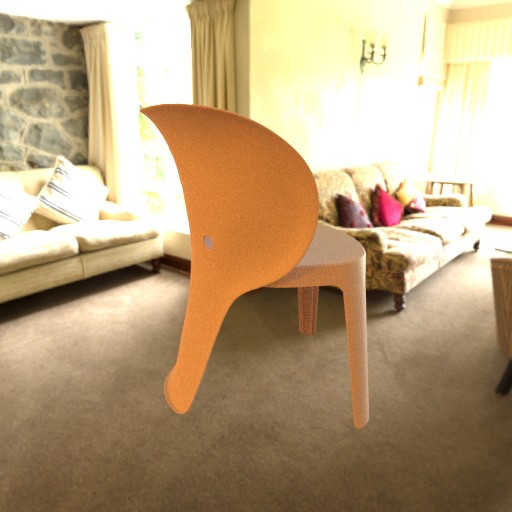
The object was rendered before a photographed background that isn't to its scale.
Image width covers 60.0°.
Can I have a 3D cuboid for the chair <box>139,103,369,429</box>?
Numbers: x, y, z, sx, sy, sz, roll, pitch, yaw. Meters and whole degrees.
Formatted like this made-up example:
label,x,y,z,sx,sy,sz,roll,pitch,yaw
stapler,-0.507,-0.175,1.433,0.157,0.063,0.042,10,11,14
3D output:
label,x,y,z,sx,sy,sz,roll,pitch,yaw
chair,0.000,0.000,0.867,0.402,0.554,0.451,-3,17,-9
